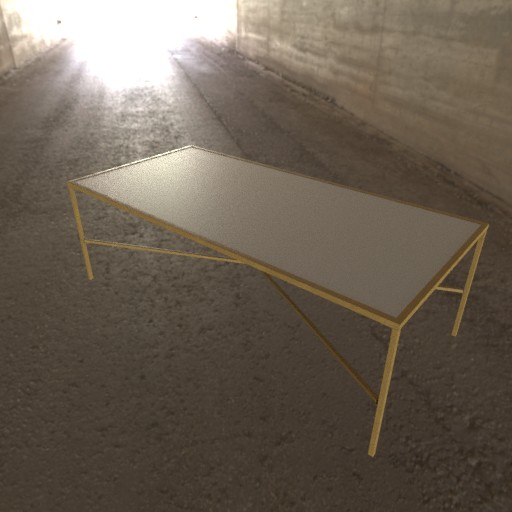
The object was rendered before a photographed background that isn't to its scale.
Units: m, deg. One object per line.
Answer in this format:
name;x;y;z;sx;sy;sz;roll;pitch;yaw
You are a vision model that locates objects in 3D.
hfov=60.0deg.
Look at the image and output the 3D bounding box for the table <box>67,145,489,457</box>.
table;0.000;0.000;1.475;1.206;0.398;0.580;23;37;34
